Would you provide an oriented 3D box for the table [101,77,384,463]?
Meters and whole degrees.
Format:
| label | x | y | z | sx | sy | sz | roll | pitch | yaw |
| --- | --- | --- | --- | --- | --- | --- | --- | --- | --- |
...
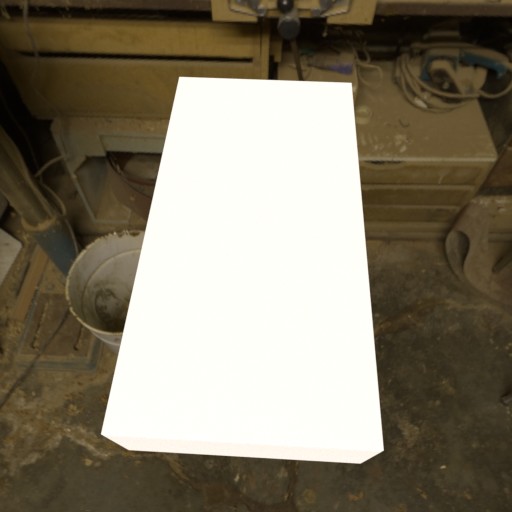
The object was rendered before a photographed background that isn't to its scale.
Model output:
| label | x | y | z | sx | sy | sz | roll | pitch | yaw |
| --- | --- | --- | --- | --- | --- | --- | --- | --- | --- |
| table | 0.000 | 0.000 | 1.443 | 0.609 | 0.432 | 1.194 | 3 | 59 | 2 |
